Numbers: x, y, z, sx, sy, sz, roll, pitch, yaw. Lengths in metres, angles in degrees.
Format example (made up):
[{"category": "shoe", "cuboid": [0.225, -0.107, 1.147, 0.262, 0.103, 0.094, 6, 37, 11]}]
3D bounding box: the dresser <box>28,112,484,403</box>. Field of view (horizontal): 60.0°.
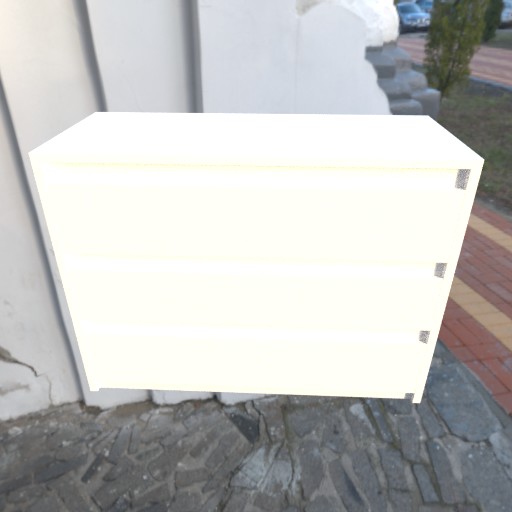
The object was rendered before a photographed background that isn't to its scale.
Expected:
[{"category": "dresser", "cuboid": [0.000, 0.000, 1.471, 1.100, 0.820, 0.460, 1, 30, 2]}]
